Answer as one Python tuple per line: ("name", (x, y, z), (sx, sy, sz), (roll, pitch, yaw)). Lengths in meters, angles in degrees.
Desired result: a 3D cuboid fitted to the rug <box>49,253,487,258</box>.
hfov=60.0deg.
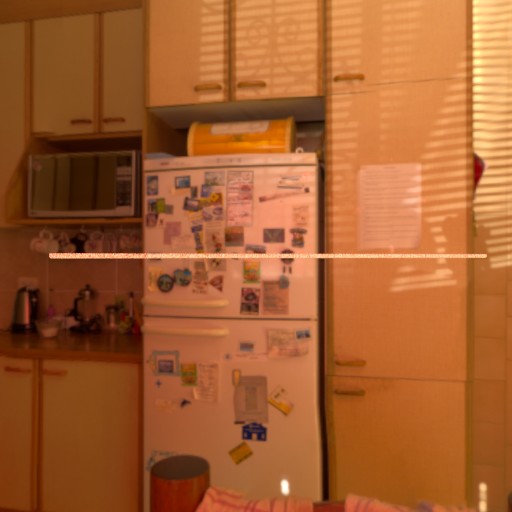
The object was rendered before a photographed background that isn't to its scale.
("rug", (0.000, 0.000, 3.390), (2.700, 0.024, 1.801), (0, 0, -19))
